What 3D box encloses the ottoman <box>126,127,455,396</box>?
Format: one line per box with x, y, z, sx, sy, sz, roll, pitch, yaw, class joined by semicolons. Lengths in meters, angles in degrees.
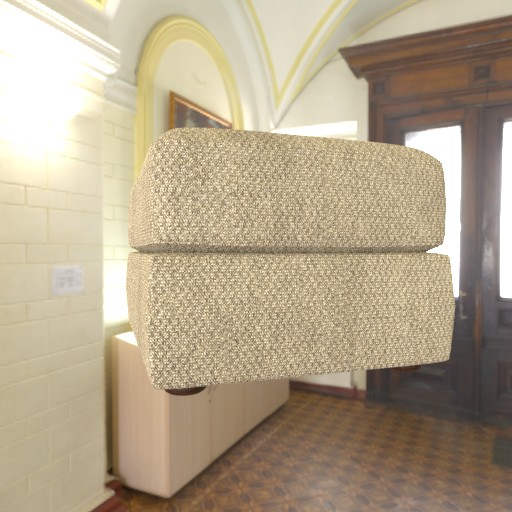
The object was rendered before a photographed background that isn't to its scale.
0.000;0.000;1.121;0.603;0.476;0.751;0;1;-19;ottoman
